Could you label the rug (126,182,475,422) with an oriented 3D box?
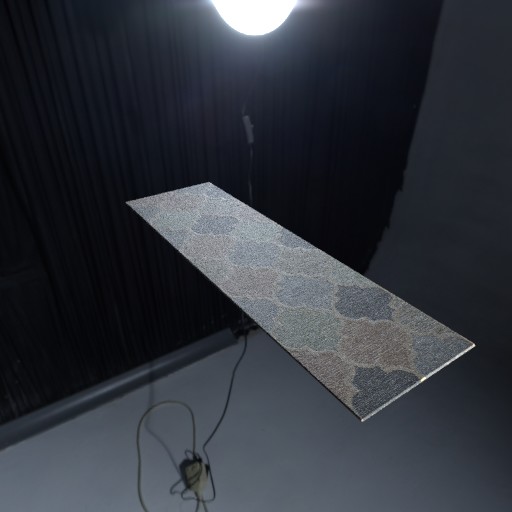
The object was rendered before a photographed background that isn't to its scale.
[{"bbox_3d":[0.000,0.000,2.527,0.687,0.011,2.287,-20,36,-29],"label":"rug"}]
